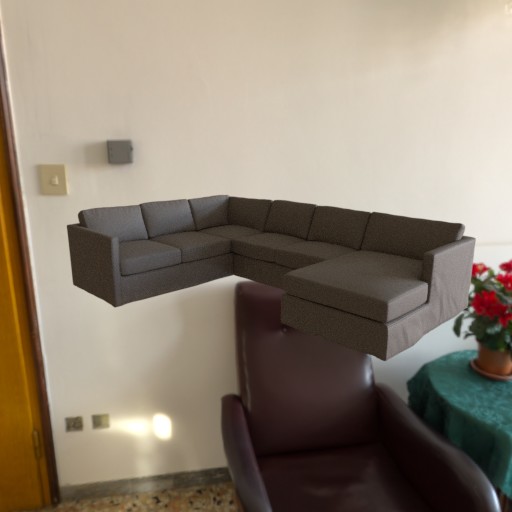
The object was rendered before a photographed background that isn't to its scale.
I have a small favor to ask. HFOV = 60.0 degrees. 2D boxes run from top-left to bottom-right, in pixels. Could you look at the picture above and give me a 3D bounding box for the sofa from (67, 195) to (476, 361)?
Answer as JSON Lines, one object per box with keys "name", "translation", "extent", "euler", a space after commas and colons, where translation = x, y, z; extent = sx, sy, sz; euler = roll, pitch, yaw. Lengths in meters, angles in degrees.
{"name": "sofa", "translation": [0.000, 0.000, 4.531], "extent": [2.427, 0.882, 3.460], "euler": [-14, 19, -43]}
